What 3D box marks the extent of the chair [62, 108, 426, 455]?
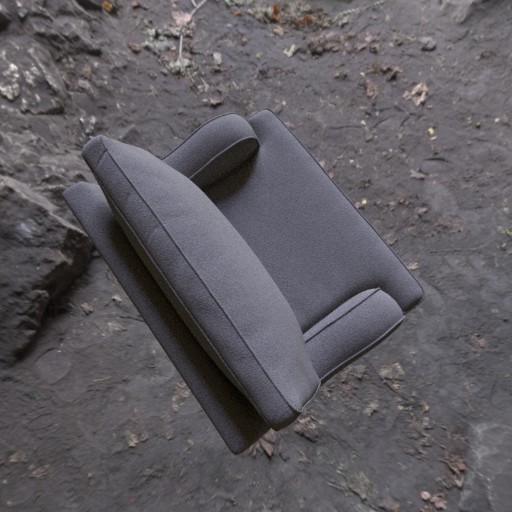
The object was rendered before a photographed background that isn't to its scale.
[{"bbox_3d":[0.000,0.000,1.977,1.040,1.016,1.220,-35,77,-9],"label":"chair"}]
